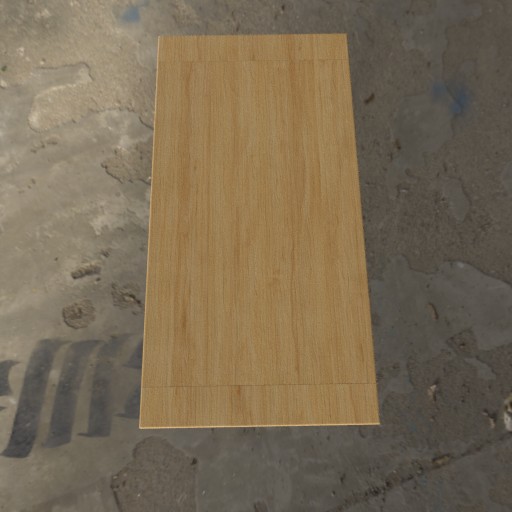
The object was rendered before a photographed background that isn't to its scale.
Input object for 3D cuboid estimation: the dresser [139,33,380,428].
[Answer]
[{"bbox_3d":[0.000,0.000,1.210,0.410,0.730,0.800,-1,75,0],"label":"dresser"}]
